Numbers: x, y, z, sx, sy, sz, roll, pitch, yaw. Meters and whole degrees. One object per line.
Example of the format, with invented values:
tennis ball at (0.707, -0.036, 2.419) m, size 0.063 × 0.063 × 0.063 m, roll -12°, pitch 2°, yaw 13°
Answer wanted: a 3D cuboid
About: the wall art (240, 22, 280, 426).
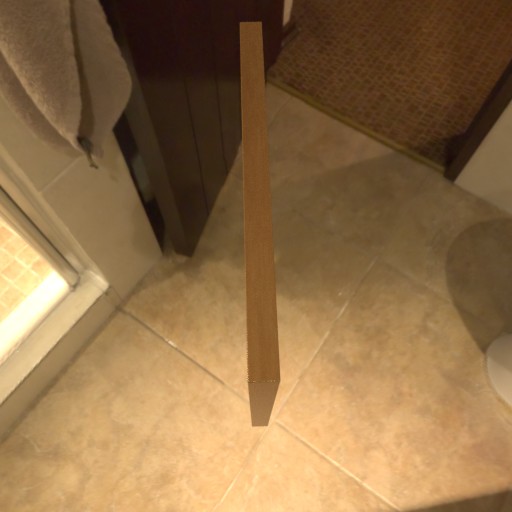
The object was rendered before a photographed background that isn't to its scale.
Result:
wall art at (0.000, 0.000, 0.452) m, size 0.019 × 0.302 × 0.302 m, roll -2°, pitch 65°, yaw -1°
